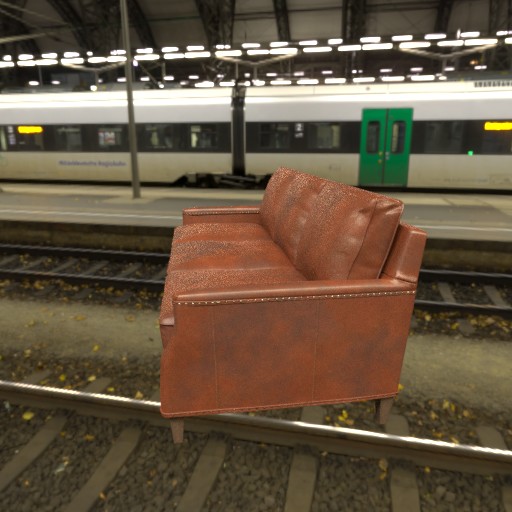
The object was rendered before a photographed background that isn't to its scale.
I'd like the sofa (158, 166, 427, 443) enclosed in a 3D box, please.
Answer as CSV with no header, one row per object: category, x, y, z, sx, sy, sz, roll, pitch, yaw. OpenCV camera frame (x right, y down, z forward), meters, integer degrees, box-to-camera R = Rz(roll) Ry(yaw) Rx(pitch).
sofa,0.000,0.000,2.786,1.084,1.003,2.240,-2,15,-8
